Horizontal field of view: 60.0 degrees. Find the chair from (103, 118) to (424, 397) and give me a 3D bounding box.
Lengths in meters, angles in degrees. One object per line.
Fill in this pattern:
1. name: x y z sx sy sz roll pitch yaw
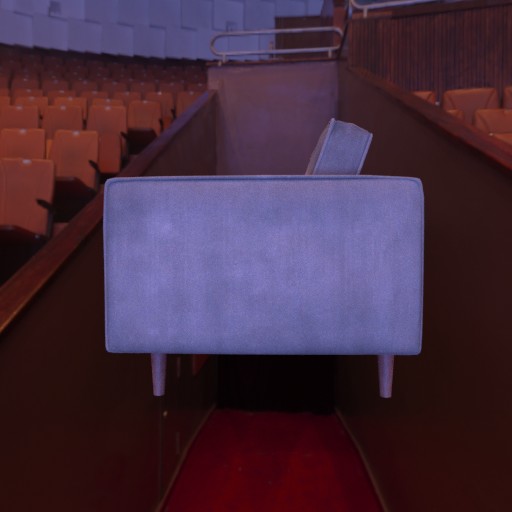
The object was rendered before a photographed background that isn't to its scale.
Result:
1. chair: 0.000 0.000 1.522 0.843 0.773 0.928 0 1 1
